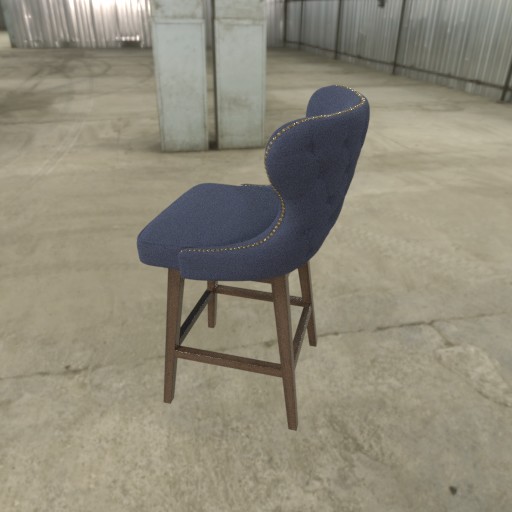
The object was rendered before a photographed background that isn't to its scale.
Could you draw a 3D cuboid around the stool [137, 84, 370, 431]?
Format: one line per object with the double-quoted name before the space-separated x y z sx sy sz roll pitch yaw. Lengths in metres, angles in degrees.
"stool" 0.000 0.000 1.404 0.597 0.972 0.615 7 30 13
